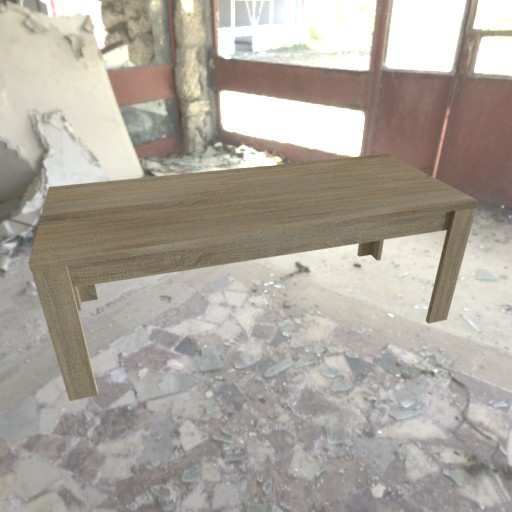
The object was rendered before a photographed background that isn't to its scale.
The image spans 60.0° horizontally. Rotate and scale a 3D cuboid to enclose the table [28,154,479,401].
[{"bbox_3d":[0.000,0.000,2.638,2.200,0.790,0.900,-9,31,-15],"label":"table"}]
